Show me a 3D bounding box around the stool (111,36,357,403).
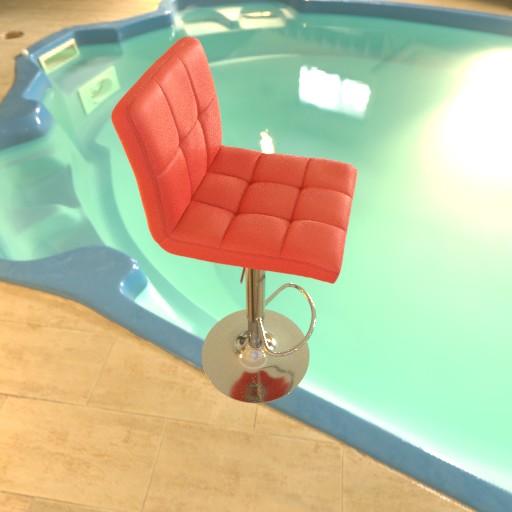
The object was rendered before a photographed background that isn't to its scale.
[{"bbox_3d":[0.000,0.000,1.347,0.505,1.115,0.430,11,48,10],"label":"stool"}]
